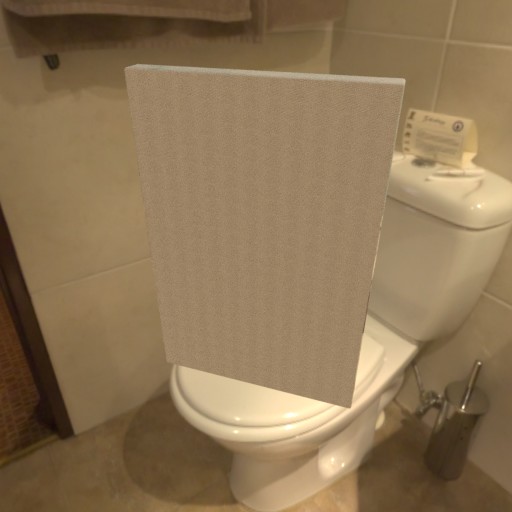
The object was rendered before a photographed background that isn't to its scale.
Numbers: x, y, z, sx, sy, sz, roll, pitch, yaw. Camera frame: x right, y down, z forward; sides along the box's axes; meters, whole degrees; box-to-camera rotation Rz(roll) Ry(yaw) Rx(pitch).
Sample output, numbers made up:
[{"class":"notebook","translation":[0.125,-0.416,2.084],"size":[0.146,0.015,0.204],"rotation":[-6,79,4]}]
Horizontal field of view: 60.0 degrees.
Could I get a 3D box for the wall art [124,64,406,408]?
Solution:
[{"class":"wall art","translation":[0.000,0.000,1.177],"size":[0.609,0.911,0.061],"rotation":[10,33,16]}]
